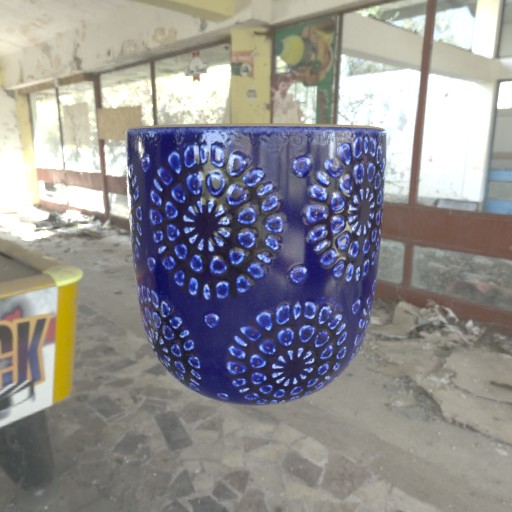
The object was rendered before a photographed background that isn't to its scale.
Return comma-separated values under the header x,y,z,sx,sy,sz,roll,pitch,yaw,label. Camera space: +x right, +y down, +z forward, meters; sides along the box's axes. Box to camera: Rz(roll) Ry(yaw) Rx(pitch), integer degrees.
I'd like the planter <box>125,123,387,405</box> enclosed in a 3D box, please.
x,y,z,sx,sy,sz,roll,pitch,yaw,label
0.000,0.000,0.203,0.109,0.112,0.109,0,14,0,planter
